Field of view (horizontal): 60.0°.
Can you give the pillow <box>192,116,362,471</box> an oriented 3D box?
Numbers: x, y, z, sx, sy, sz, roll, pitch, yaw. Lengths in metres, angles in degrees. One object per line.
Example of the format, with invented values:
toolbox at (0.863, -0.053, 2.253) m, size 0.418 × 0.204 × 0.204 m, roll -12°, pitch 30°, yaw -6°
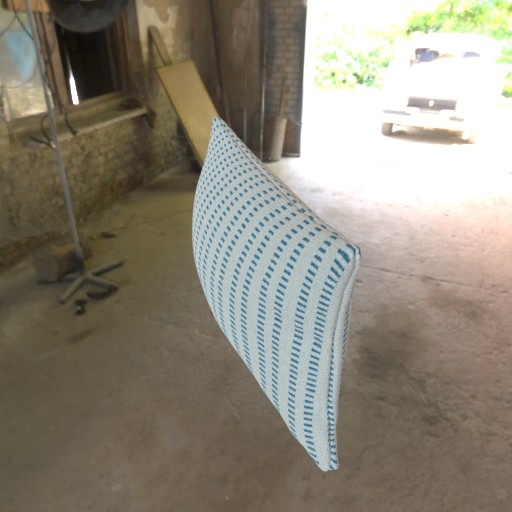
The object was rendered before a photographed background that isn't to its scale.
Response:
pillow at (0.000, 0.000, 0.786) m, size 0.210 × 0.353 × 0.640 m, roll -9°, pitch 31°, yaw -15°
